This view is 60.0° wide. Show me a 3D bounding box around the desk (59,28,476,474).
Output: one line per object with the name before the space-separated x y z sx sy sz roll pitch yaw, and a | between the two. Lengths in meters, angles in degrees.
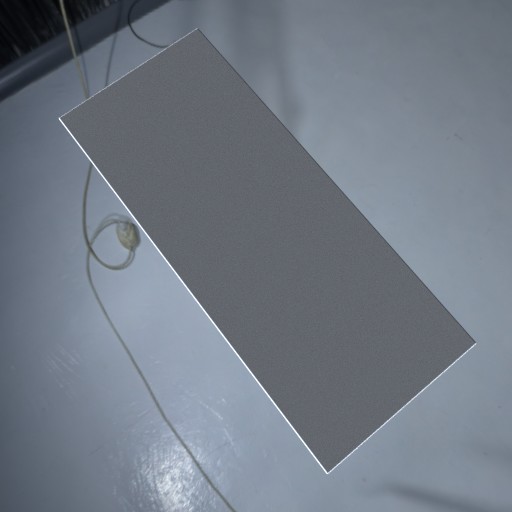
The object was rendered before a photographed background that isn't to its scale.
desk | 0.000 0.000 1.564 0.504 0.762 1.191 -37 79 -8
